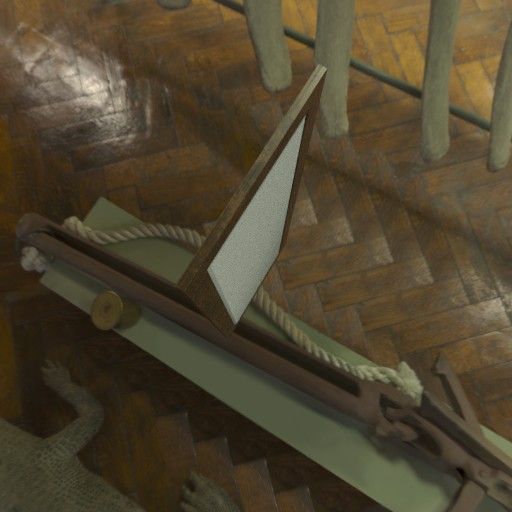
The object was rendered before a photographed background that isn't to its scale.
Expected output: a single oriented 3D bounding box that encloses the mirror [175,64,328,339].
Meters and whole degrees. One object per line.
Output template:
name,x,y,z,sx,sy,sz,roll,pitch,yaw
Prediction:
mirror,0.000,0.000,2.271,0.032,2.031,0.812,30,78,7
